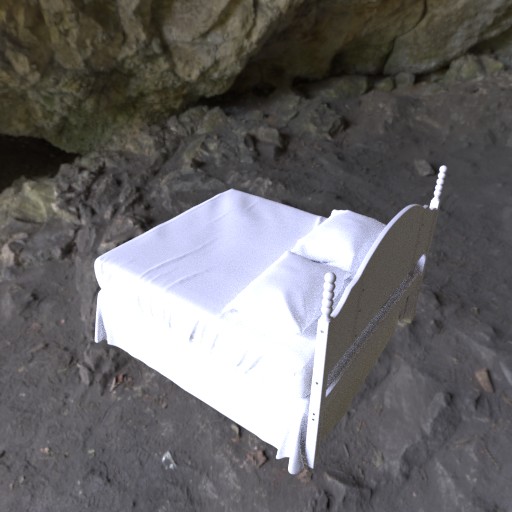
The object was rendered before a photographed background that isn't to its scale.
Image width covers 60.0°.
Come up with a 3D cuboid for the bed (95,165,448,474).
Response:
[{"bbox_3d":[0.000,0.000,3.292,2.040,1.356,1.873,21,38,30],"label":"bed"}]
